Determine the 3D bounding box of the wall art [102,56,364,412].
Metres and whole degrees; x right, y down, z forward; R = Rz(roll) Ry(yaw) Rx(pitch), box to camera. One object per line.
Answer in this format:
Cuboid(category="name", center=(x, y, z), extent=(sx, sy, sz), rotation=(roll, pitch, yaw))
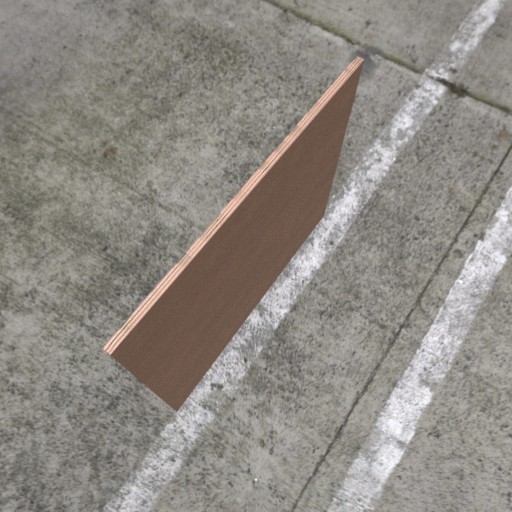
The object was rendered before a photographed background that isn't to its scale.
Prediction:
Cuboid(category="wall art", center=(0.000, 0.000, 0.708), extent=(0.012, 0.408, 0.508), rotation=(32, 68, 15))
